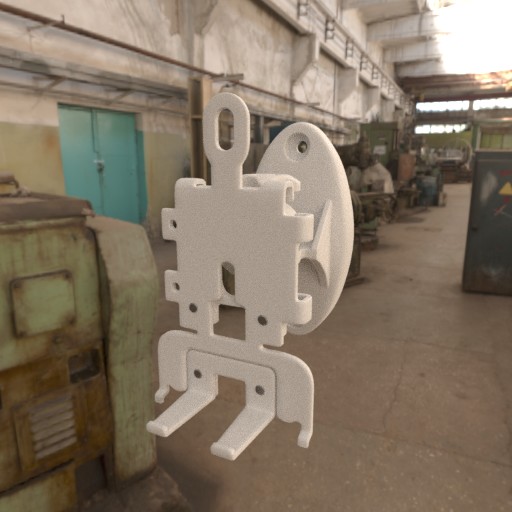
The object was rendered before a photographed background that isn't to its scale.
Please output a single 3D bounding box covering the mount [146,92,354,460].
[{"bbox_3d":[0.000,0.000,0.176,0.066,0.118,0.100,6,14,26],"label":"mount"}]
